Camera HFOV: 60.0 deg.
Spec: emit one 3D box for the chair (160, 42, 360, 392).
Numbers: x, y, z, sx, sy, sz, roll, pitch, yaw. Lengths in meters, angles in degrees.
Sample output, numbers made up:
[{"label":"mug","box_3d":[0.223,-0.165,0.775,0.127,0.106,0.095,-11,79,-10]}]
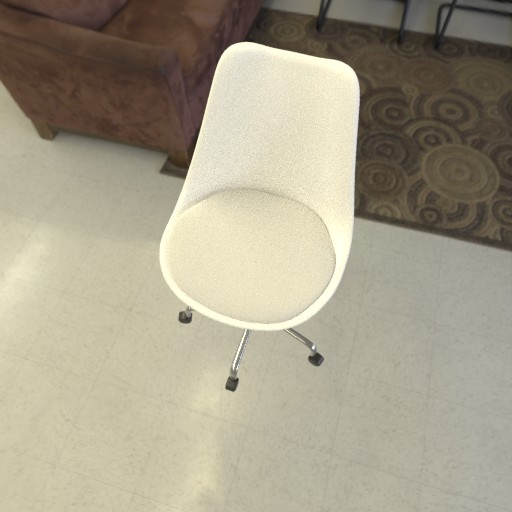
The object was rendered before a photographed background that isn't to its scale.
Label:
[{"label":"chair","box_3d":[0.000,0.000,1.248,0.550,0.930,0.550,17,60,10]}]
